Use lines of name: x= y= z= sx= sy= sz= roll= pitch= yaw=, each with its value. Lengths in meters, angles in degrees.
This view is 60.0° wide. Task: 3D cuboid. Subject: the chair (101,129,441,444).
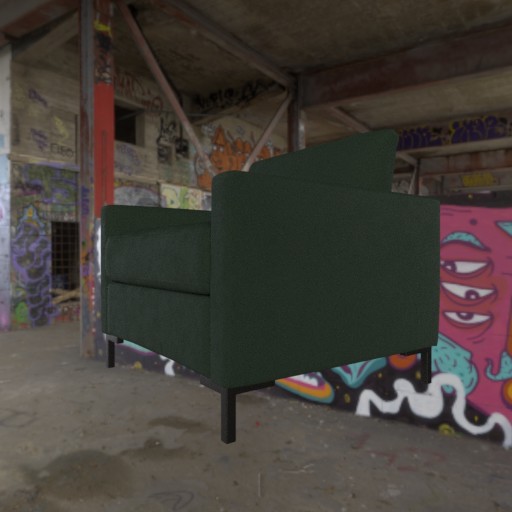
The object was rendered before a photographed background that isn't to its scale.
chair: x=0.000 y=0.000 z=1.601 sx=0.866 sy=0.861 sz=0.963 roll=0 pitch=0 yaw=-36
